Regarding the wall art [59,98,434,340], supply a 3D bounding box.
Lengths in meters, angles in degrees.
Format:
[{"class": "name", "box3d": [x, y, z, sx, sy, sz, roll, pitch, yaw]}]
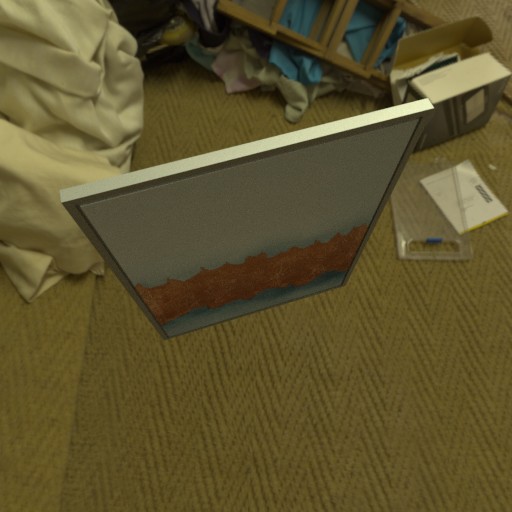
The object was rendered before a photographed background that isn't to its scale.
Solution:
[{"class": "wall art", "box3d": [0.000, 0.000, 1.374, 0.789, 1.042, 0.034, -16, 66, -7]}]
